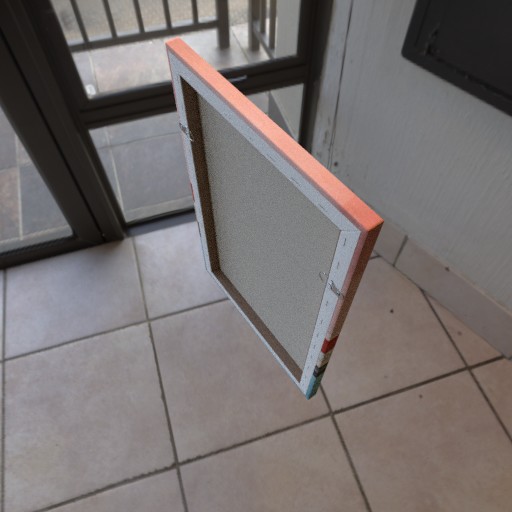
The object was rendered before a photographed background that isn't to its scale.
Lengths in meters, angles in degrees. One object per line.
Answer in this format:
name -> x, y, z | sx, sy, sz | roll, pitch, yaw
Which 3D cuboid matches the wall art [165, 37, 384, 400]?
wall art -> 0.000, 0.000, 1.182 | 0.038, 0.914, 0.610 | -31, 62, -19
